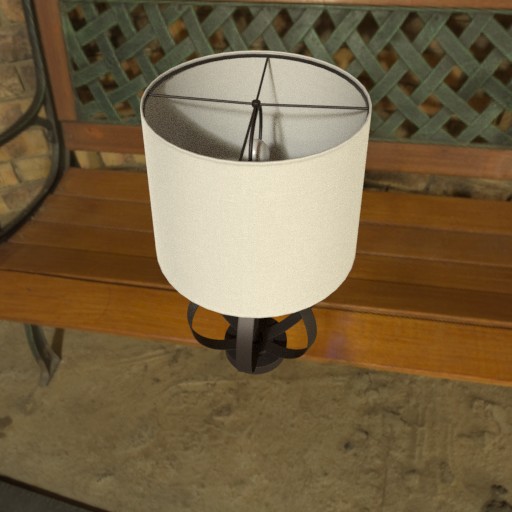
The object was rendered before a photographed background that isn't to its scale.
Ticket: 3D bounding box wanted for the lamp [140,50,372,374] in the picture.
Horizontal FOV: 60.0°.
[{"bbox_3d":[0.000,0.000,0.673,0.286,0.510,0.286,0,47,0],"label":"lamp"}]
